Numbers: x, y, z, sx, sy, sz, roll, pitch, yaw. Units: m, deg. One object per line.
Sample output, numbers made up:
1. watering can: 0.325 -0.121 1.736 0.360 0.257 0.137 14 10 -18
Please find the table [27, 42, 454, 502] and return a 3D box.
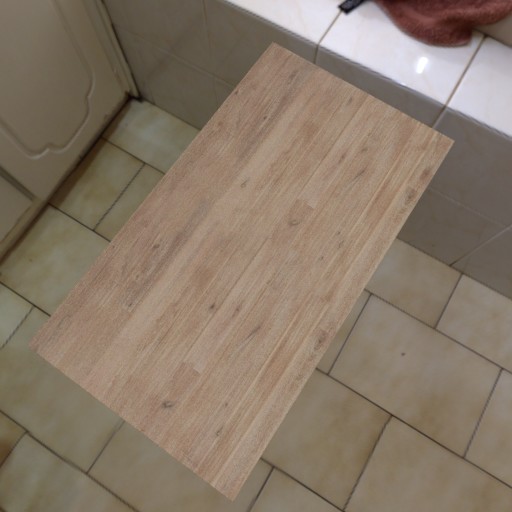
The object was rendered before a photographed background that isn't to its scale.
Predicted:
1. table: 0.000 0.000 1.975 0.918 0.531 1.619 33 76 9
